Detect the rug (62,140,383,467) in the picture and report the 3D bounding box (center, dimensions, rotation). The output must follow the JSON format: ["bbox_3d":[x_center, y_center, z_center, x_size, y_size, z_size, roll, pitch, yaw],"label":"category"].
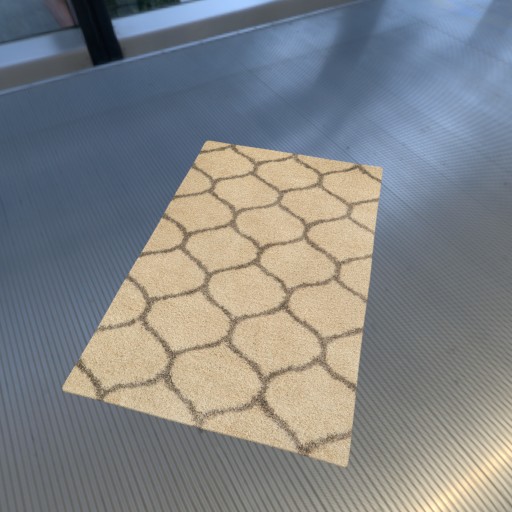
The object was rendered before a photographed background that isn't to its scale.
[{"bbox_3d":[0.000,0.000,2.949,1.501,0.024,2.348,11,49,10],"label":"rug"}]
